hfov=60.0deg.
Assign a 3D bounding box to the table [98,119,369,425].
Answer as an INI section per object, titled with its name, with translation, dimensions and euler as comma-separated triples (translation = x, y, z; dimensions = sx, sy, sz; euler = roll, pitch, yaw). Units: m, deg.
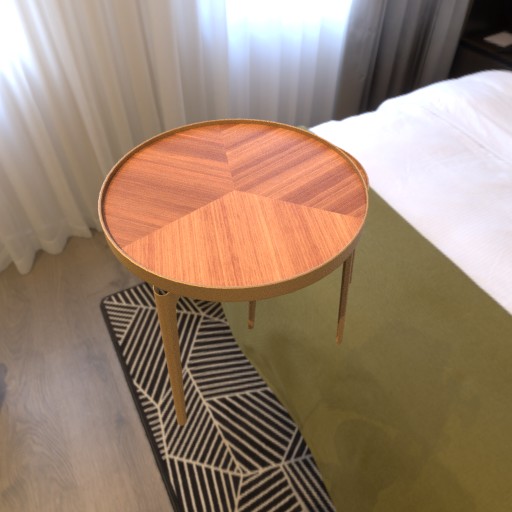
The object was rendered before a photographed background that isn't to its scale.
[table]
translation = 0.000, 0.000, 1.137
dimensions = 0.532, 0.555, 0.751
euler = 23, 51, 21
